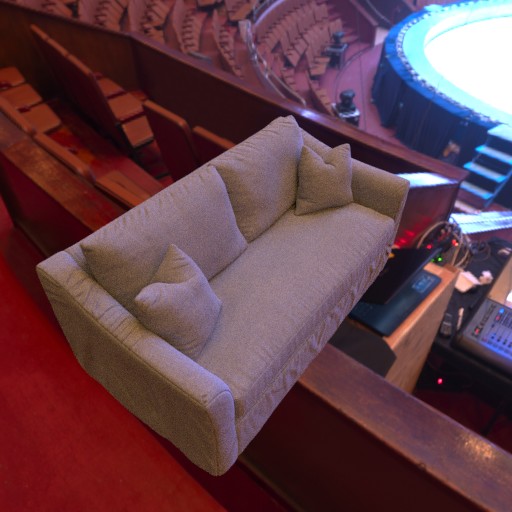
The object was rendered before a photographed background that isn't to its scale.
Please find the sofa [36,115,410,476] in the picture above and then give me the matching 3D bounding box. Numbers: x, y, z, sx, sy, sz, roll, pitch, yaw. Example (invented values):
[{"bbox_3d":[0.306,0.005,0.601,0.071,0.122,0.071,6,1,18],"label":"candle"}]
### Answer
[{"bbox_3d":[0.000,0.000,2.611,1.072,1.018,2.010,26,48,26],"label":"sofa"}]
